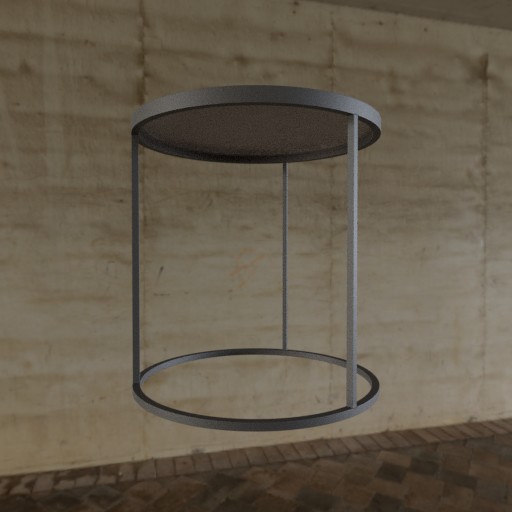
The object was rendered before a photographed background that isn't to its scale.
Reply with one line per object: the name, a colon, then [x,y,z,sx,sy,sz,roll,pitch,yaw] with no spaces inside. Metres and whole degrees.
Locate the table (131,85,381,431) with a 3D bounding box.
table: [0.000,0.000,0.870,0.470,0.498,0.470,0,1,0]
